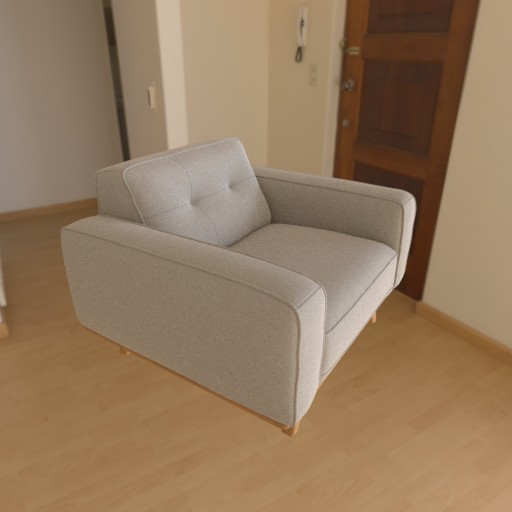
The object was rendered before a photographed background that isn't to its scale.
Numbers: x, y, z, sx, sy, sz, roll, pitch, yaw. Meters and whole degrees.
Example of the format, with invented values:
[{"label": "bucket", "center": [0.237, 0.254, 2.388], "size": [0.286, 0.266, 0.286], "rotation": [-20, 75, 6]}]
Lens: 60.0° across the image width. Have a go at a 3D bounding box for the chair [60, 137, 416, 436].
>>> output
[{"label": "chair", "center": [0.000, 0.000, 1.771], "size": [0.953, 0.779, 1.115], "rotation": [15, 30, 29]}]
